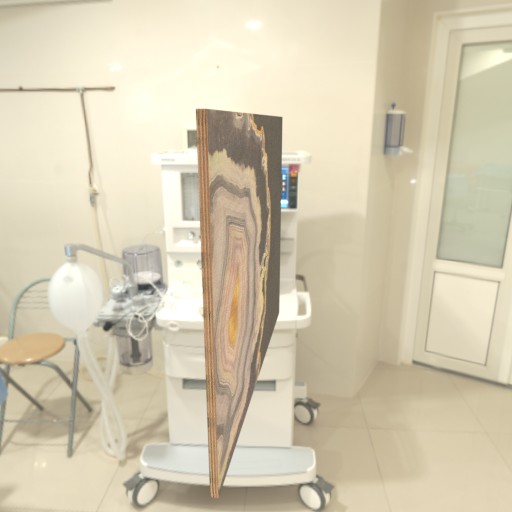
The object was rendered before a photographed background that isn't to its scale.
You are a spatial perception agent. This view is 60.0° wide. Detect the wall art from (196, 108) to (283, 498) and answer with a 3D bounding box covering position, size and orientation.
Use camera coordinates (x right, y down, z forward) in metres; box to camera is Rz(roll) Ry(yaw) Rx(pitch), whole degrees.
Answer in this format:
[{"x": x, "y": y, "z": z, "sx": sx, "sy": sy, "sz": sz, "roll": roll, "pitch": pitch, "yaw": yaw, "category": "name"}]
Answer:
[{"x": 0.000, "y": 0.000, "z": 0.670, "sx": 0.010, "sy": 0.408, "sz": 0.508, "roll": 3, "pitch": 17, "yaw": 10, "category": "wall art"}]
